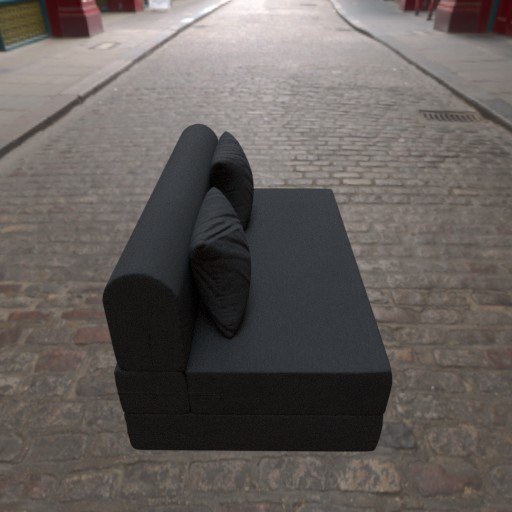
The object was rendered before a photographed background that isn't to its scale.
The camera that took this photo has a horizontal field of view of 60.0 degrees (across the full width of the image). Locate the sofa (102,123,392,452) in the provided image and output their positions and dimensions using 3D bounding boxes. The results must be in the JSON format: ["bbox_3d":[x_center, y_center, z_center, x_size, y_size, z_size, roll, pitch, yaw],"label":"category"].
[{"bbox_3d":[0.000,0.000,1.704,0.762,0.670,1.225,0,32,0],"label":"sofa"}]
